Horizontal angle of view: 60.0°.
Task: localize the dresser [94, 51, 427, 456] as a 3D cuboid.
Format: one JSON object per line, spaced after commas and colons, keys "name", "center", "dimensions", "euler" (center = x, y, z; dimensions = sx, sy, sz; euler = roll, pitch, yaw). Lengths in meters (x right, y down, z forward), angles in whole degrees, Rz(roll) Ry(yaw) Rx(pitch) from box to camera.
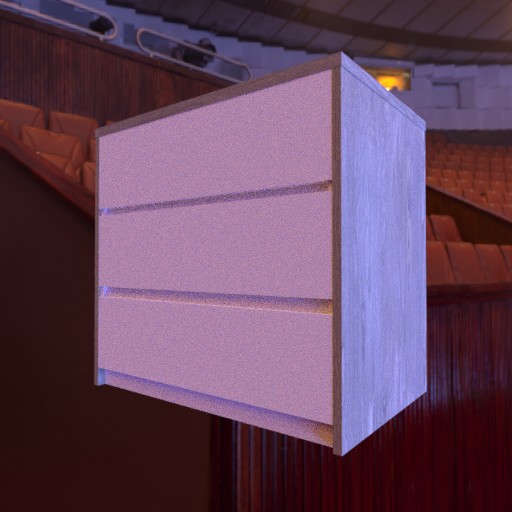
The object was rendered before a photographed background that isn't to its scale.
{"name": "dresser", "center": [0.000, 0.000, 1.289], "dimensions": [0.809, 0.762, 0.529], "euler": [-1, -1, 37]}
